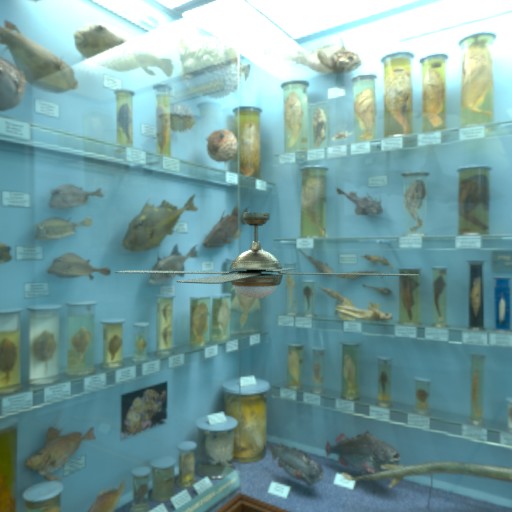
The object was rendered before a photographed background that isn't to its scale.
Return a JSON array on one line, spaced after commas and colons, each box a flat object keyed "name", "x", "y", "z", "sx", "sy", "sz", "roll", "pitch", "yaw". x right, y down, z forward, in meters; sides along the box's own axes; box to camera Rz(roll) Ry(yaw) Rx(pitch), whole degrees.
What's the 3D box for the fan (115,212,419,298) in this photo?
[{"name": "fan", "x": 0.000, "y": 0.000, "z": 1.996, "sx": 1.321, "sy": 0.381, "sz": 1.321, "roll": 0, "pitch": 0, "yaw": 36}]
